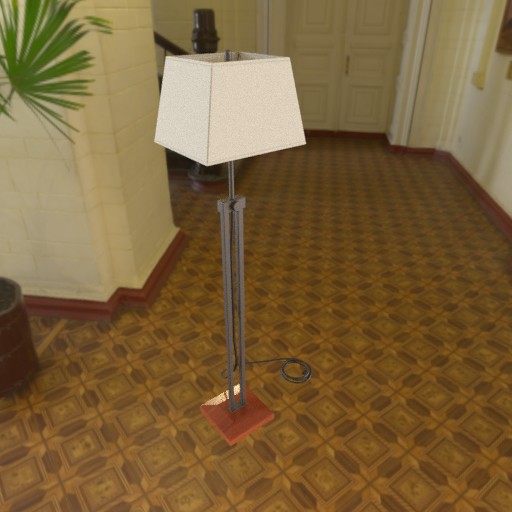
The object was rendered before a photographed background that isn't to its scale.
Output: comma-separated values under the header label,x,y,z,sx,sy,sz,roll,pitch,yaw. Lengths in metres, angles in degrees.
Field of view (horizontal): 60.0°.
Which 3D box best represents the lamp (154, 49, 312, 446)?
label,x,y,z,sx,sy,sz,roll,pitch,yaw
lamp,0.000,0.000,1.998,0.745,1.712,0.472,-20,35,-32
